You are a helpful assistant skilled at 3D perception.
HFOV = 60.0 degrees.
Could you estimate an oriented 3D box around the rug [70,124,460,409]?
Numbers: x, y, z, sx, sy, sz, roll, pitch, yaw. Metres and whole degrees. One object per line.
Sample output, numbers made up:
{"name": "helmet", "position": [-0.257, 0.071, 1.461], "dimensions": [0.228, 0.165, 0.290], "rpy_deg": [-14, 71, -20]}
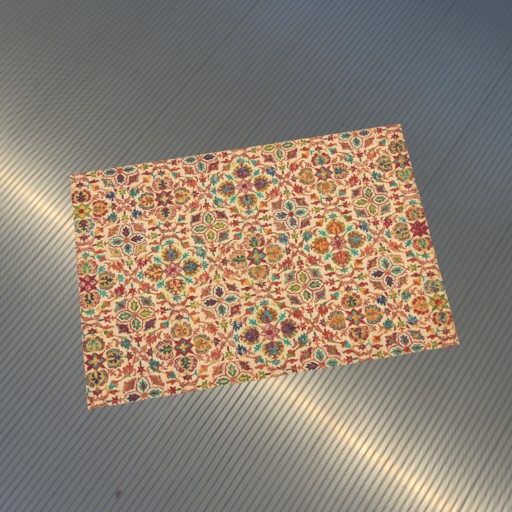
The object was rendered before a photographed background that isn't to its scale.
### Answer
{"name": "rug", "position": [0.000, 0.000, 2.295], "dimensions": [1.838, 0.013, 1.226], "rpy_deg": [-9, 77, -2]}
